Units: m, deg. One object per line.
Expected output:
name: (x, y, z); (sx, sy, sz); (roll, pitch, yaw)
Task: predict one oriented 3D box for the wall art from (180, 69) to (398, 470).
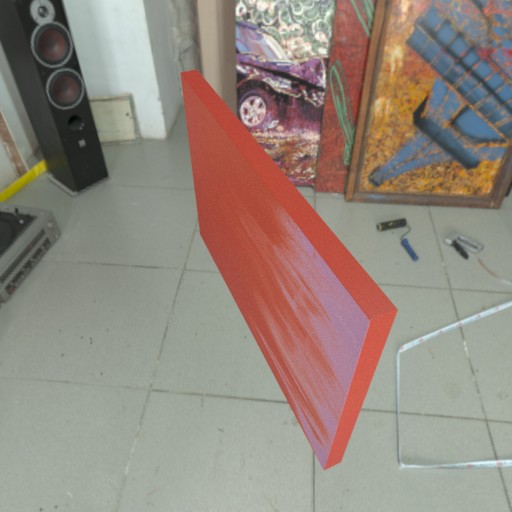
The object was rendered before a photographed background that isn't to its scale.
wall art: (0.000, 0.000, 0.764); (0.033, 0.405, 0.607); (-18, 48, -17)
